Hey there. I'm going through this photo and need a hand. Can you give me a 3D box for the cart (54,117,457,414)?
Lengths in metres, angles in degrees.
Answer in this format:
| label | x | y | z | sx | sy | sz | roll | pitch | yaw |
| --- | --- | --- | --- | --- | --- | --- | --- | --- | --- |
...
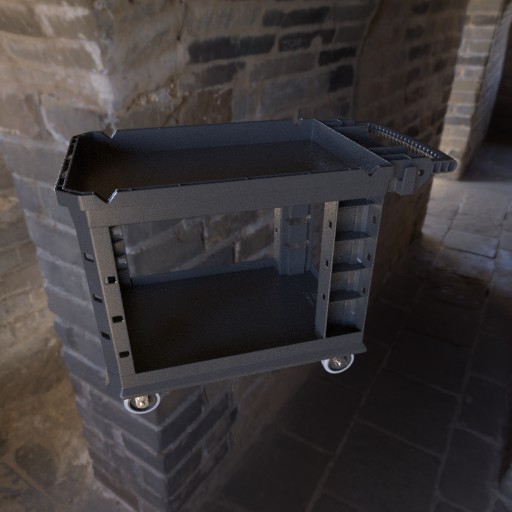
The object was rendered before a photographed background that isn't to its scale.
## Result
| label | x | y | z | sx | sy | sz | roll | pitch | yaw |
| --- | --- | --- | --- | --- | --- | --- | --- | --- | --- |
| cart | 0.000 | 0.000 | 1.741 | 1.239 | 0.884 | 0.674 | -8 | 31 | -13 |
